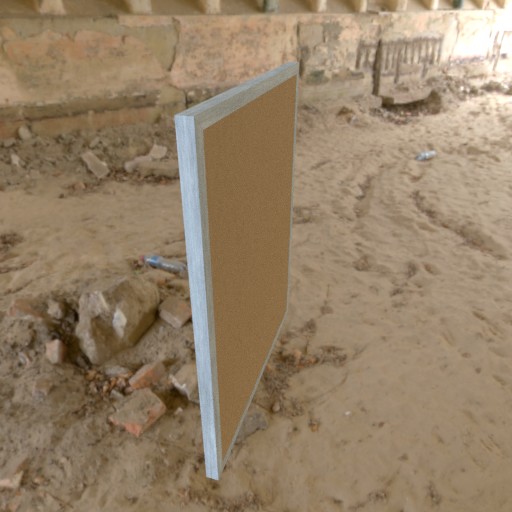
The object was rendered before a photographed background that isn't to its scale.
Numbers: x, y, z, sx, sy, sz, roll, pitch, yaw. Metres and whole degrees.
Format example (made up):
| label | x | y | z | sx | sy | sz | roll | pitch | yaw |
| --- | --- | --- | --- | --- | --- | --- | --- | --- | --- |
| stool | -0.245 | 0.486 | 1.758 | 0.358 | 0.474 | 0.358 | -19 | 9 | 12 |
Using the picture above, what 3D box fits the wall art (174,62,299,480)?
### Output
| label | x | y | z | sx | sy | sz | roll | pitch | yaw |
| --- | --- | --- | --- | --- | --- | --- | --- | --- | --- |
| wall art | 0.000 | 0.000 | 0.783 | 0.022 | 0.582 | 0.479 | 9 | 31 | 15 |
